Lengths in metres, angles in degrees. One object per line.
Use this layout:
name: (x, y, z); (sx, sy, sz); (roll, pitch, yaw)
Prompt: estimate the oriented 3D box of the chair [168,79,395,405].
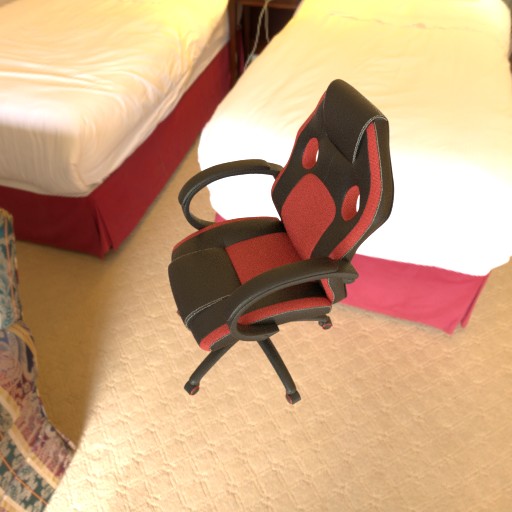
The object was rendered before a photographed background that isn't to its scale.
chair: (0.000, 0.000, 1.731); (0.783, 1.189, 0.750); (-15, 48, -14)
